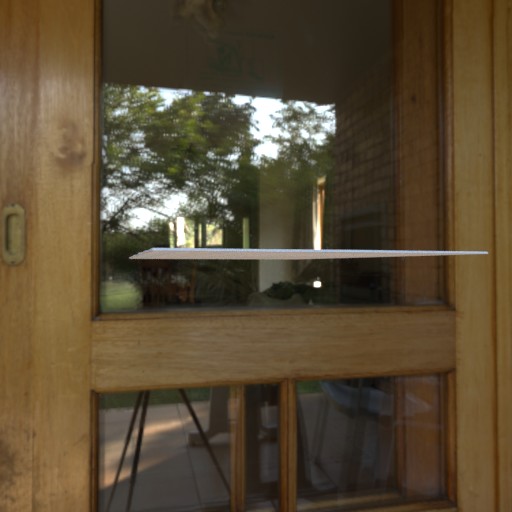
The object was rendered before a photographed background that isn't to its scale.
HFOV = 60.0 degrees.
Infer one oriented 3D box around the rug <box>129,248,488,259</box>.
[{"bbox_3d":[0.000,0.000,2.328,1.231,0.012,1.835,0,-1,-18],"label":"rug"}]
